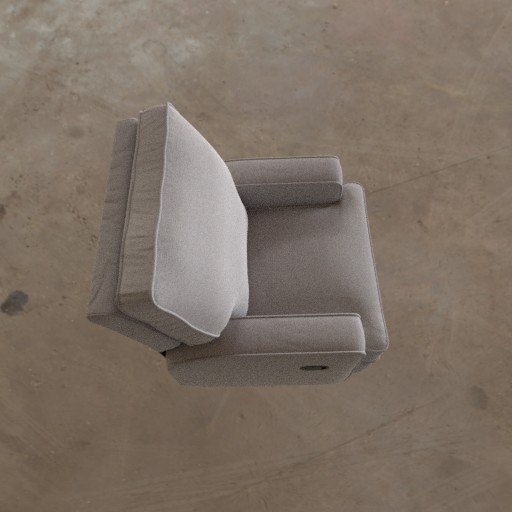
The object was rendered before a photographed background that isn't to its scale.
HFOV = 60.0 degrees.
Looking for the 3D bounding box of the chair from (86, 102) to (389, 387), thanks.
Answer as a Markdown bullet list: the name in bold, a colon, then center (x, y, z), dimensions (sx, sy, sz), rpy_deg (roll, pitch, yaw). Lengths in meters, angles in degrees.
- **chair**: center (0.000, 0.000, 1.723), dimensions (0.969, 0.964, 0.861), rpy_deg (-1, 63, -1)
